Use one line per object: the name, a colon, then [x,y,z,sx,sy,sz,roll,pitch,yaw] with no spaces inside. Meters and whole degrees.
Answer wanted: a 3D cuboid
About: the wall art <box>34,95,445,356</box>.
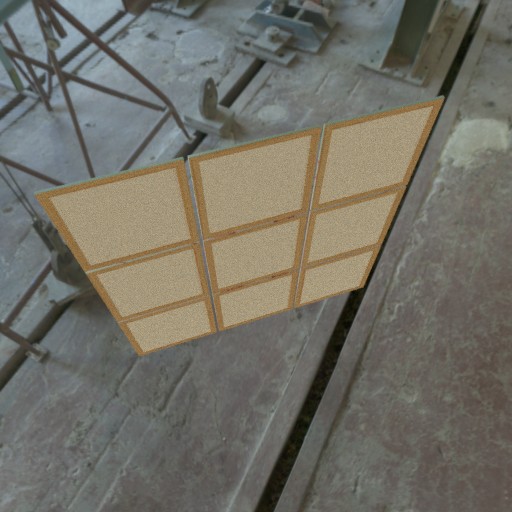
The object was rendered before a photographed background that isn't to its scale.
wall art: [0.000,0.000,2.211,1.517,1.523,0.013,-16,59,-10]
